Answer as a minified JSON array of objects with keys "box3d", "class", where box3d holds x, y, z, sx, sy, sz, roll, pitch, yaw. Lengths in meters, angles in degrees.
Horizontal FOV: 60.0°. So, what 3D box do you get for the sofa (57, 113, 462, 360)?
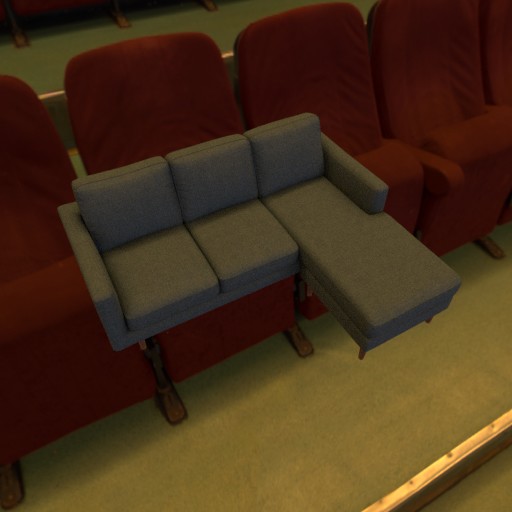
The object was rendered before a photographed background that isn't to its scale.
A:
[{"box3d":[0.000,0.000,2.895,2.055,0.957,1.667,-22,50,-20],"class":"sofa"}]
